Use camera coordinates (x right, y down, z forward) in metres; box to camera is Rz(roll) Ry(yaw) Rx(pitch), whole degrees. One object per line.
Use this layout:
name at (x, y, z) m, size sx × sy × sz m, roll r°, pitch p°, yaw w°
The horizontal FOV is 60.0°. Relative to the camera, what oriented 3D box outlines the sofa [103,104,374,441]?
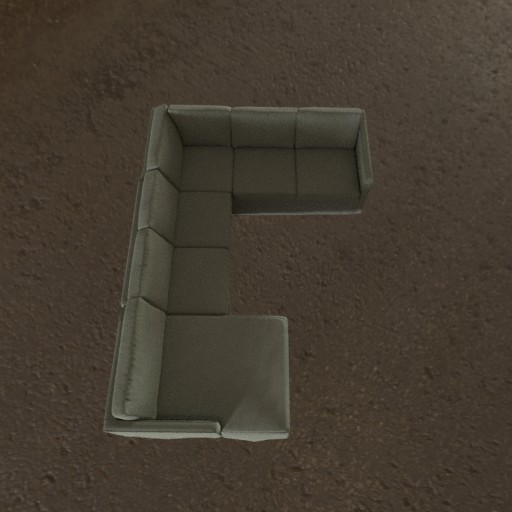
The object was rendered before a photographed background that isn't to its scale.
sofa at (0.000, 0.000, 4.484) m, size 2.440 × 0.869 × 3.434 m, roll 1°, pitch 65°, yaw 0°
